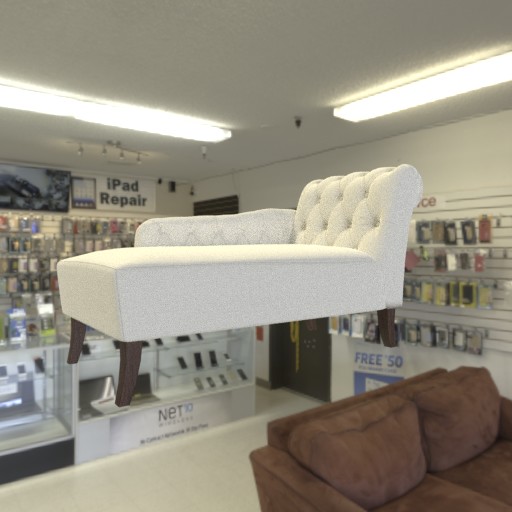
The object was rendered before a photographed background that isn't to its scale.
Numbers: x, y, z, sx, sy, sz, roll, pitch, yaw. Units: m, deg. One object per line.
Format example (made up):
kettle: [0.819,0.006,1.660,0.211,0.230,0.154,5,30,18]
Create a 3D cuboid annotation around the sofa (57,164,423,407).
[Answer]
sofa: [0.000,0.000,1.798,1.379,0.787,0.675,-1,1,-36]
